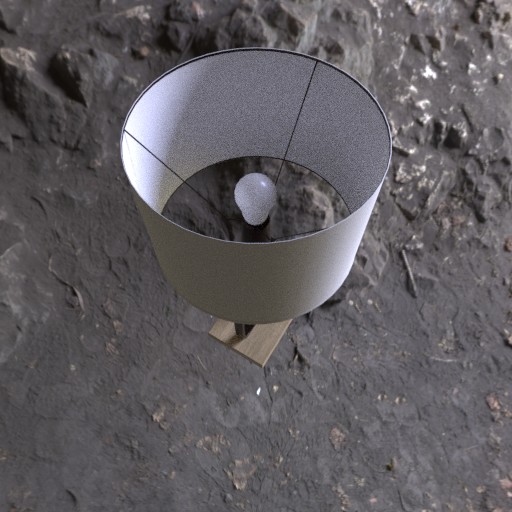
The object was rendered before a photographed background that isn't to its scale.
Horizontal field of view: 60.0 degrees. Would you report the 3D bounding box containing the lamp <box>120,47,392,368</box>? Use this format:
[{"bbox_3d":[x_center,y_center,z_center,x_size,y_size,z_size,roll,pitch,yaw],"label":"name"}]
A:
[{"bbox_3d":[0.000,0.000,0.677,0.279,0.508,0.279,28,63,16],"label":"lamp"}]
